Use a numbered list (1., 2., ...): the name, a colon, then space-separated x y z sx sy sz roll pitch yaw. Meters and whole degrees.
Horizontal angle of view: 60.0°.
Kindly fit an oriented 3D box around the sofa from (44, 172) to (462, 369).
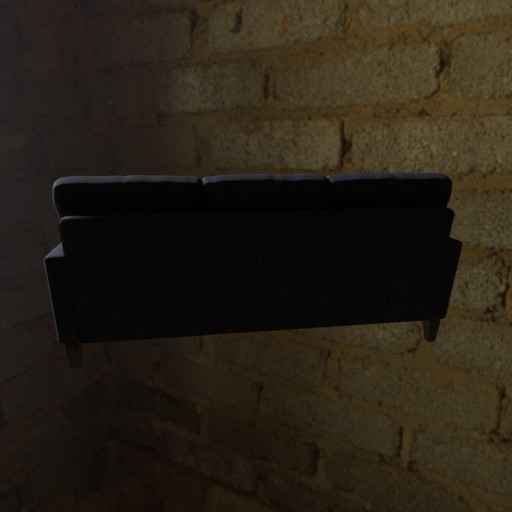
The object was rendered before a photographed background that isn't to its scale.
1. sofa: 0.000 0.000 2.611 2.115 0.984 0.888 -2 14 -9
